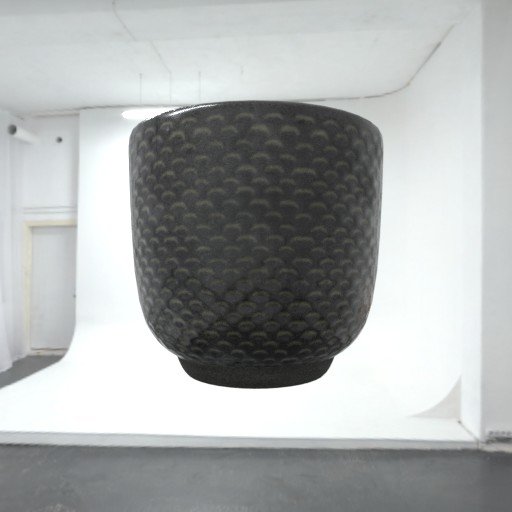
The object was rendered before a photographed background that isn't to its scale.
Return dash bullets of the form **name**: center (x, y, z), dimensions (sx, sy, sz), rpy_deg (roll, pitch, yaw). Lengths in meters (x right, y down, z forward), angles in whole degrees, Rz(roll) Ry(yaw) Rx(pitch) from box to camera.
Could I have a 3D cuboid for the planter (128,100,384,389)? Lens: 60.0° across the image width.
- **planter**: center (0.000, 0.000, 0.252), dimensions (0.140, 0.129, 0.140), rpy_deg (0, 0, 0)
